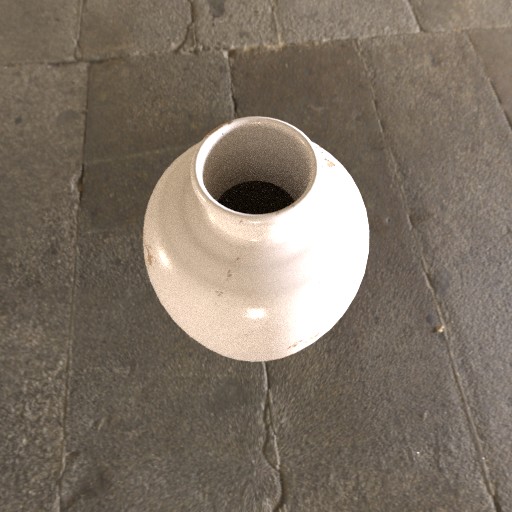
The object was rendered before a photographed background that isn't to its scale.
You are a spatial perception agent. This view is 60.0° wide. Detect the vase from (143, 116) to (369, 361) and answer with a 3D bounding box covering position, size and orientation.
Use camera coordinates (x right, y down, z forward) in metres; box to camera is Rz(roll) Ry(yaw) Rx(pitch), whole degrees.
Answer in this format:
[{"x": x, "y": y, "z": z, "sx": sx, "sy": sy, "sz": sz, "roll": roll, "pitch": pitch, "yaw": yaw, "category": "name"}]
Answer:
[{"x": 0.000, "y": 0.000, "z": 0.341, "sx": 0.158, "sy": 0.228, "sz": 0.158, "roll": 0, "pitch": 64, "yaw": 0, "category": "vase"}]
